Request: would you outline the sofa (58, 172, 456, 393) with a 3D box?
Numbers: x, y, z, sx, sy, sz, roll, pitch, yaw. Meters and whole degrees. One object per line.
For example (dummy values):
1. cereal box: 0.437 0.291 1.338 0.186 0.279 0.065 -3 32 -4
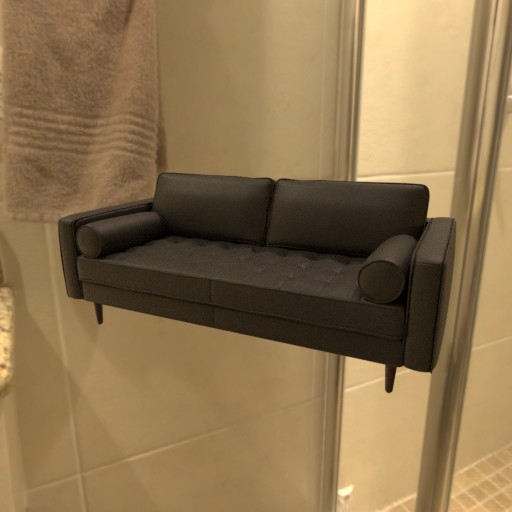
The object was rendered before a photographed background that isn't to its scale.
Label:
1. sofa: 0.000 0.000 2.312 1.879 0.770 0.921 7 17 25
